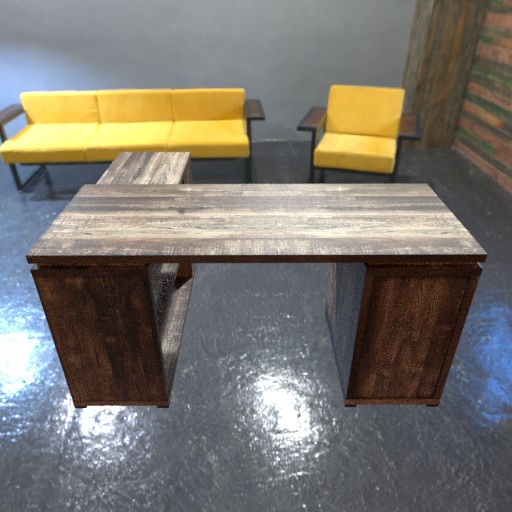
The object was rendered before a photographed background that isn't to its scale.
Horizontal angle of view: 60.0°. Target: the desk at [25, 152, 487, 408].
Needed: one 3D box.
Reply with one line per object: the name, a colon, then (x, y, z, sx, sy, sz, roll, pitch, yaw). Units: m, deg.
desk: (0.000, 0.000, 2.169, 1.524, 0.753, 1.200, 0, 32, 0)
